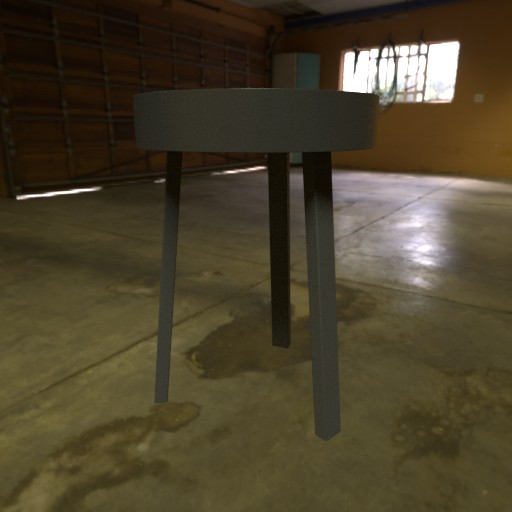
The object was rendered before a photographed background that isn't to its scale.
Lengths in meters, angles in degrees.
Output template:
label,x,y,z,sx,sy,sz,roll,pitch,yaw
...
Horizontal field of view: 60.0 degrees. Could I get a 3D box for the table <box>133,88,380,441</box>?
label,x,y,z,sx,sy,sz,roll,pitch,yaw
table,0.000,0.000,0.832,0.406,0.559,0.406,0,16,0
